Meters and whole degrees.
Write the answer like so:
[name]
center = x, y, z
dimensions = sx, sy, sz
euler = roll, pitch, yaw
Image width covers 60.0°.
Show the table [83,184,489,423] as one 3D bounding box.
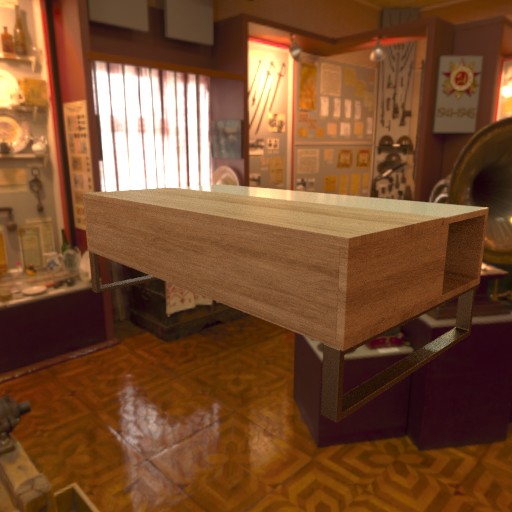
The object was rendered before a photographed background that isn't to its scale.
[table]
center = 0.000, 0.000, 1.365
dimensions = 0.600, 0.350, 1.100
euler = -12, 18, -41
